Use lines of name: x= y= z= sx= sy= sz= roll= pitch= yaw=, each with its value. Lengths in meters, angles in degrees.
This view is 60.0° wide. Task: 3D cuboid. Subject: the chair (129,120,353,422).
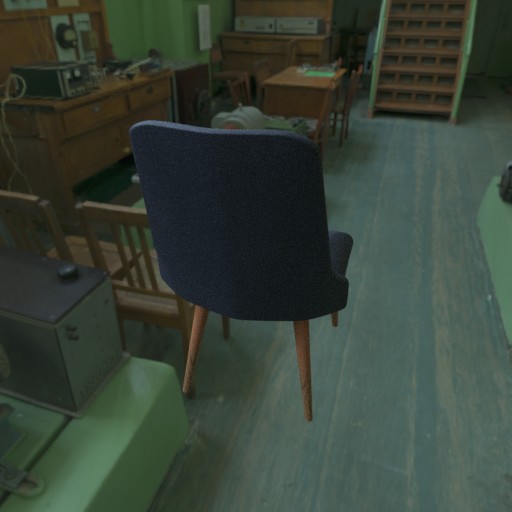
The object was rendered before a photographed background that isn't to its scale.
chair: x=0.000 y=0.000 z=1.177 sx=0.504 sy=0.820 sz=0.567 roll=8 pitch=32 yaw=14
